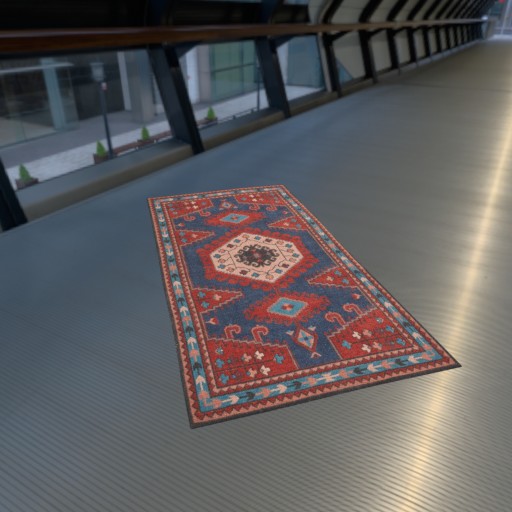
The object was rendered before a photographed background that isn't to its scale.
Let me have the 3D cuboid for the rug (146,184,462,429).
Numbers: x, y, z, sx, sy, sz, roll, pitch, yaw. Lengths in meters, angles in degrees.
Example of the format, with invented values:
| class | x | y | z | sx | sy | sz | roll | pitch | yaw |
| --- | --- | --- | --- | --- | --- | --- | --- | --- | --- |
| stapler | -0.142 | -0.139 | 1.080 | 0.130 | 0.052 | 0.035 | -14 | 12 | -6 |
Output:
| class | x | y | z | sx | sy | sz | roll | pitch | yaw |
| --- | --- | --- | --- | --- | --- | --- | --- | --- | --- |
| rug | 0.000 | 0.000 | 3.555 | 1.522 | 0.034 | 3.032 | -8 | 30 | -14 |
